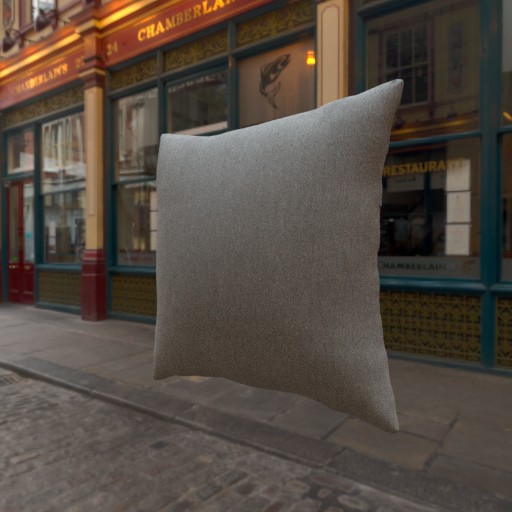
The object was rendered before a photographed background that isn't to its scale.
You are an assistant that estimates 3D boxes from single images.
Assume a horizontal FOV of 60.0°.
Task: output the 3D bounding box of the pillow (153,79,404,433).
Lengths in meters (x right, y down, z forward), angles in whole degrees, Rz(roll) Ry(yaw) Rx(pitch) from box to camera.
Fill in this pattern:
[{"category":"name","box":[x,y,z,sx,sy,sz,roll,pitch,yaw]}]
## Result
[{"category":"pillow","box":[0.000,0.000,0.663,0.433,0.436,0.173,0,0,36]}]
